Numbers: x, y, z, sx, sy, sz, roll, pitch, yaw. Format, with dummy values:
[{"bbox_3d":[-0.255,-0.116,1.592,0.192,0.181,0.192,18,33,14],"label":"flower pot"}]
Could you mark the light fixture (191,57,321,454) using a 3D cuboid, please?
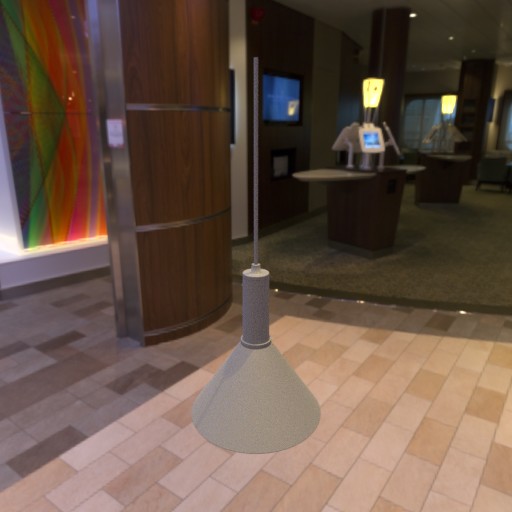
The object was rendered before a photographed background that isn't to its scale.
[{"bbox_3d":[0.000,0.000,0.828,0.267,0.683,0.267,-3,17,-10],"label":"light fixture"}]
